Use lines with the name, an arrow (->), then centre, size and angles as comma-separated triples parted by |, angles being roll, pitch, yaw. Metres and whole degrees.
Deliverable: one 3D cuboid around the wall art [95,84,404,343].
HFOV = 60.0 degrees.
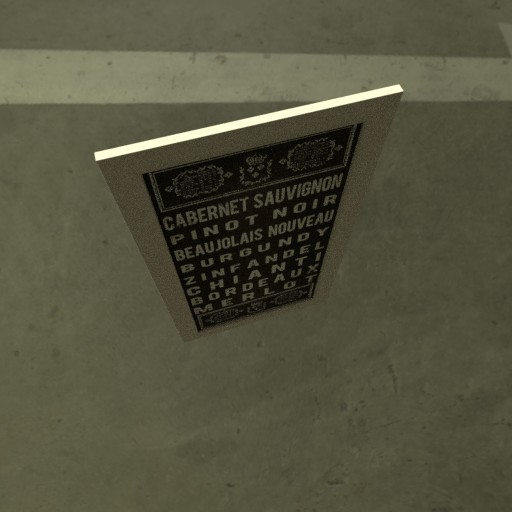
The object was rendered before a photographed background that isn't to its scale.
wall art -> 0.000, 0.000, 0.828 | 0.380, 0.683, 0.013 | -15, 63, -8
